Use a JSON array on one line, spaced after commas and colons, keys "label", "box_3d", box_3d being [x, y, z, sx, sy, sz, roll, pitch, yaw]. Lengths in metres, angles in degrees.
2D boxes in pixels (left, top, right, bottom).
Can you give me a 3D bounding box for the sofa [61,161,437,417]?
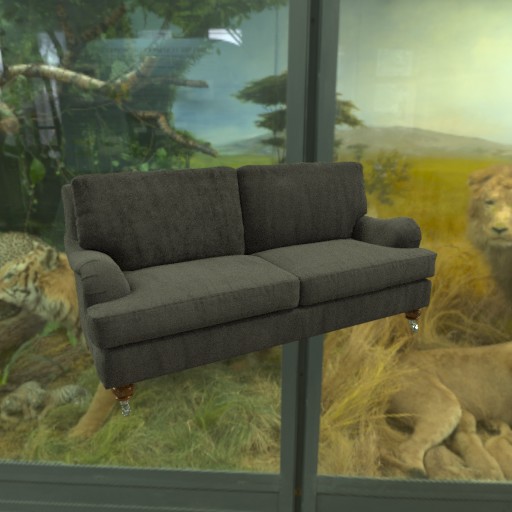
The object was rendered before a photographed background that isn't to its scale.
[{"label": "sofa", "box_3d": [0.000, 0.000, 2.802, 2.165, 1.087, 1.086, -9, 19, -27]}]
